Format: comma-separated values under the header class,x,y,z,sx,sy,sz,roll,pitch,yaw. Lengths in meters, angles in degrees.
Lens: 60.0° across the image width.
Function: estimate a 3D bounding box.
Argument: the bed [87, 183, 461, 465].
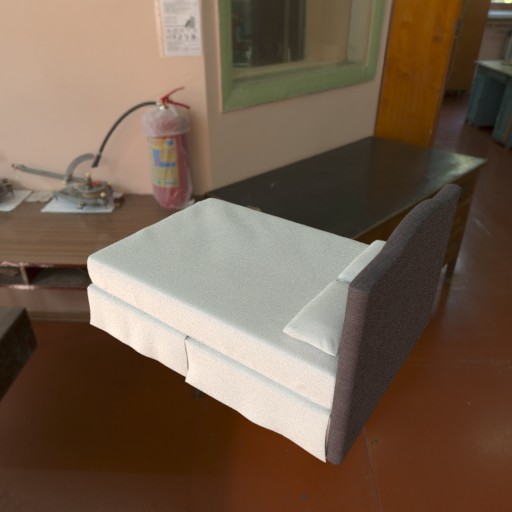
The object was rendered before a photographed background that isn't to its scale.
class,x,y,z,sx,sy,sz,roll,pitch,yaw
bed,0.000,0.000,3.604,2.507,1.441,1.741,20,36,31
